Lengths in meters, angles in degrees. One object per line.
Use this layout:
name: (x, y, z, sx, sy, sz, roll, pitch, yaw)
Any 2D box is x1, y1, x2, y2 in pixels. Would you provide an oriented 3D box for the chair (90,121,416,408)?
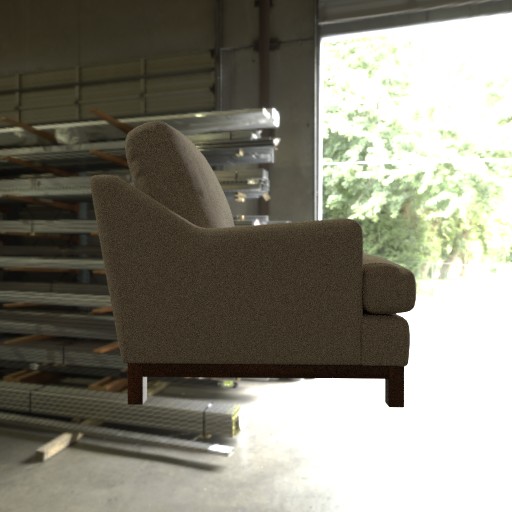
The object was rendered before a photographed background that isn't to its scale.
chair: (0.000, 0.000, 1.777, 1.001, 0.916, 0.912, 0, 0, 2)
